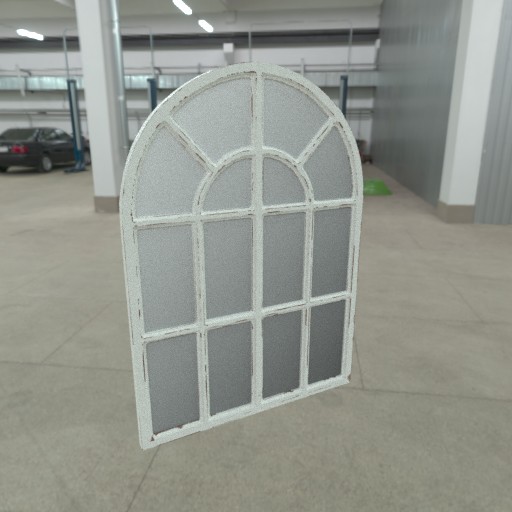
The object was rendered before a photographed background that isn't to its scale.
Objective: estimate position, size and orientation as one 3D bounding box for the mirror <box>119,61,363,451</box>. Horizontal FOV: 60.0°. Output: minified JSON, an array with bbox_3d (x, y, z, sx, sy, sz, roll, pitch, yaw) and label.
[{"bbox_3d":[0.000,0.000,1.141,0.660,0.920,0.032,-9,19,-26],"label":"mirror"}]
